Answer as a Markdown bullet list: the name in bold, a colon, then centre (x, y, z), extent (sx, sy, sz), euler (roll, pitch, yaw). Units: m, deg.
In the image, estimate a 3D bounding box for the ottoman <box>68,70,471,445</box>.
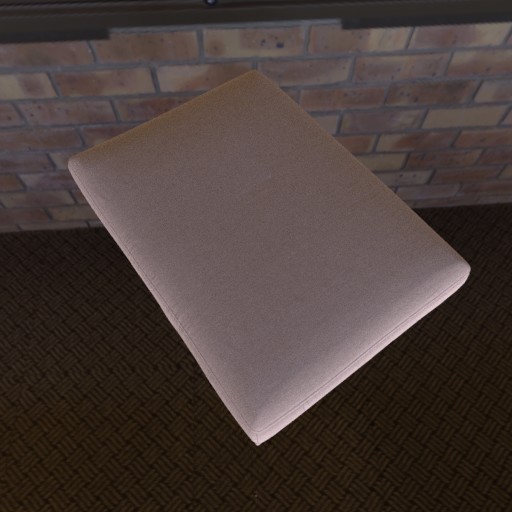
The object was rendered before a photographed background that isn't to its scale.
- **ottoman**: centre (0.000, 0.000, 1.149), extent (0.569, 0.500, 0.771), euler (-33, 66, -16)
